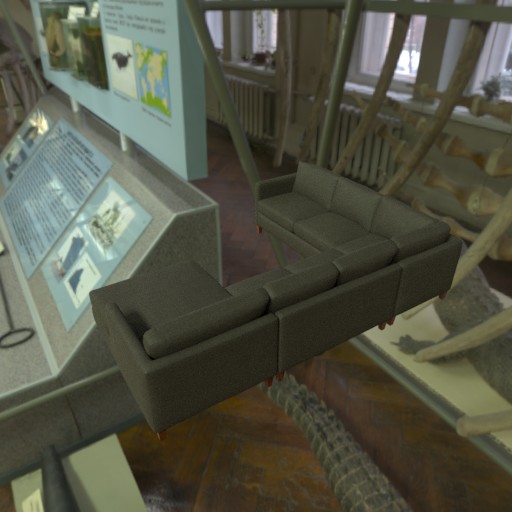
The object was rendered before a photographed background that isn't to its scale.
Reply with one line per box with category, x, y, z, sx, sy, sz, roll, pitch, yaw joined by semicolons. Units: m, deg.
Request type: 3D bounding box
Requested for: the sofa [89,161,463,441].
sofa;0.000;0.000;4.784;3.460;0.961;2.594;-18;35;-28
